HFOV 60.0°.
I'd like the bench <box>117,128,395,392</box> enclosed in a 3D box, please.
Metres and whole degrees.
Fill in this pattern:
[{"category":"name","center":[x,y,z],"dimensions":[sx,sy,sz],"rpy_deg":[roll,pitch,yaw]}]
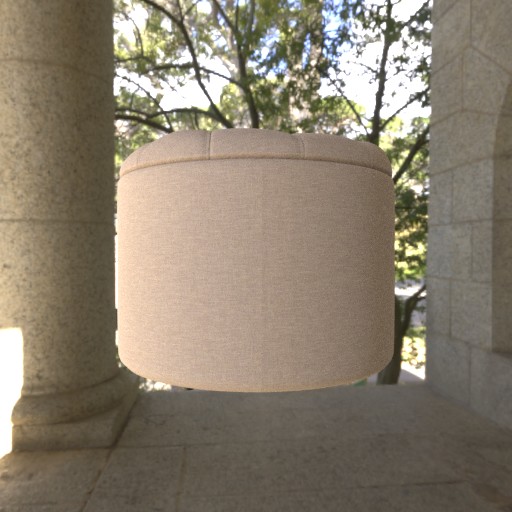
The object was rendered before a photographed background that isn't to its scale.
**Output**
[{"category":"bench","center":[0.000,0.000,1.004],"dimensions":[0.600,0.454,0.600],"rpy_deg":[0,0,0]}]
